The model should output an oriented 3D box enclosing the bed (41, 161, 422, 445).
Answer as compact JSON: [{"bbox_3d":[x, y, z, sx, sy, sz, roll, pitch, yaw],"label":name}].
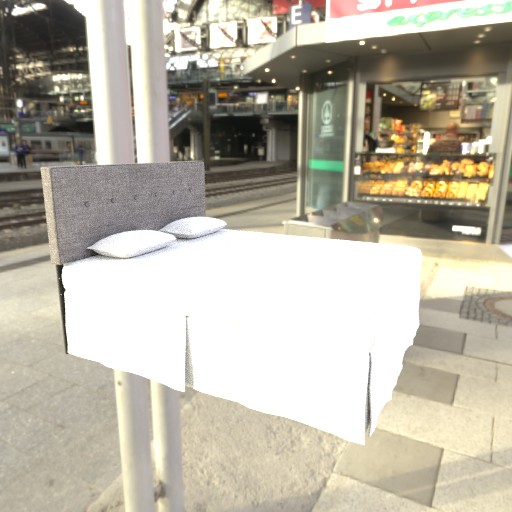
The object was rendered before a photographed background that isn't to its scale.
[{"bbox_3d":[0.000,0.000,2.915,1.958,1.168,1.621,7,15,26],"label":"bed"}]
